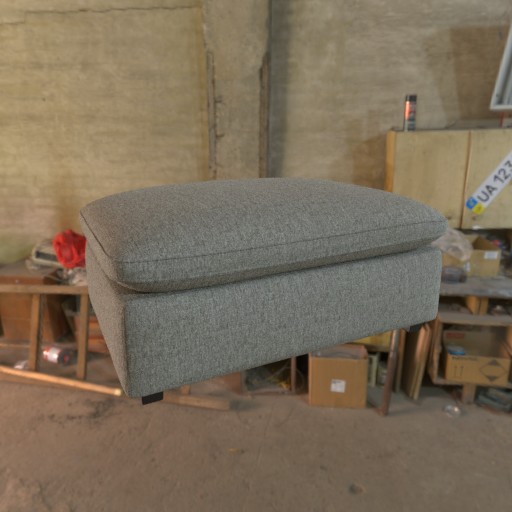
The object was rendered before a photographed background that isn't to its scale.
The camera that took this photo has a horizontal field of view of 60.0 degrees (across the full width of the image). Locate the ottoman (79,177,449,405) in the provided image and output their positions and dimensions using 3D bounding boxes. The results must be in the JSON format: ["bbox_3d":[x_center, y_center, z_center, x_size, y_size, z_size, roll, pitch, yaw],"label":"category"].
[{"bbox_3d":[0.000,0.000,1.401,0.977,0.451,0.694,-8,19,-25],"label":"ottoman"}]
